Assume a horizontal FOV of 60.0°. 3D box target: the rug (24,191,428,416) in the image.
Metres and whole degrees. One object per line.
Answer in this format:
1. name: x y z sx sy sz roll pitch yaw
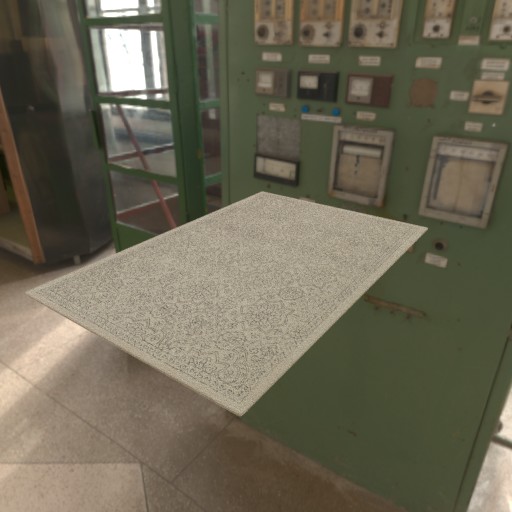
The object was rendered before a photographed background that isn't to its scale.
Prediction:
1. rug: 0.000 0.000 2.307 1.219 0.010 1.829 18 31 32
